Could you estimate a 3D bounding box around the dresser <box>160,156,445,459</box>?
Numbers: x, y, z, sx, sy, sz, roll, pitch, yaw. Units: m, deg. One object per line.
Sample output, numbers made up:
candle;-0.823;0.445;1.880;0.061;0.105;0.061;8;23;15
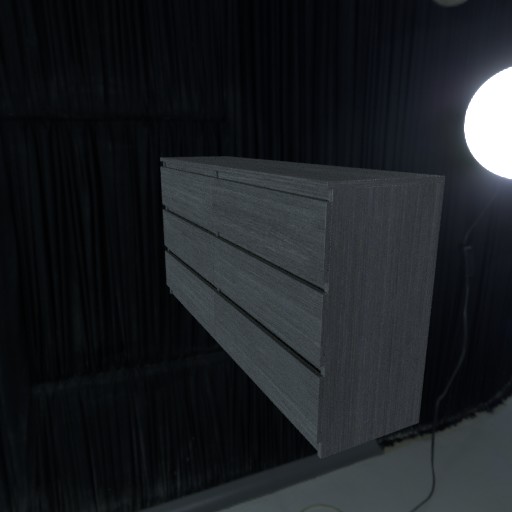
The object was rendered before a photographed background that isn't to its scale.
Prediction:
dresser;0.000;0.000;1.948;0.400;0.795;1.590;-7;16;-25
